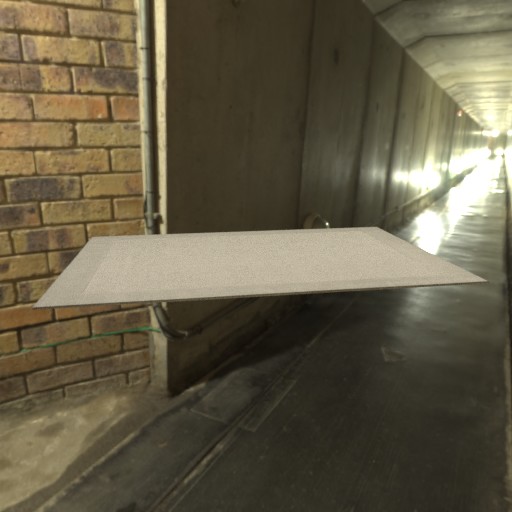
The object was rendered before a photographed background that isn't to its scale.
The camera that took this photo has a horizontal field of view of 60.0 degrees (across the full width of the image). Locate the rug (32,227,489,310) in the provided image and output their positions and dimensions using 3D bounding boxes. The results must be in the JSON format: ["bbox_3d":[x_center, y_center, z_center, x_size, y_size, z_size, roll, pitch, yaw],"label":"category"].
[{"bbox_3d":[0.000,0.000,3.048,2.438,0.014,1.524,-3,16,-9],"label":"rug"}]
